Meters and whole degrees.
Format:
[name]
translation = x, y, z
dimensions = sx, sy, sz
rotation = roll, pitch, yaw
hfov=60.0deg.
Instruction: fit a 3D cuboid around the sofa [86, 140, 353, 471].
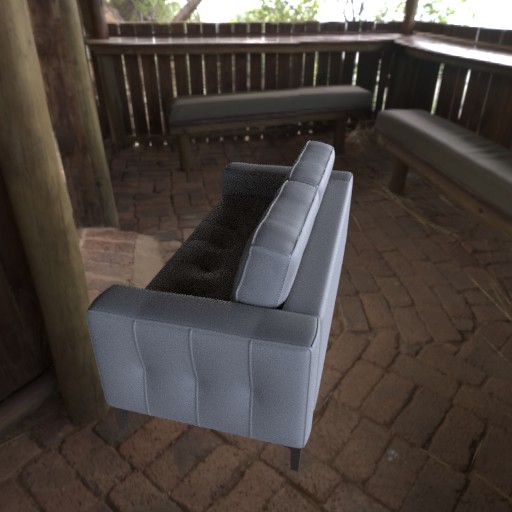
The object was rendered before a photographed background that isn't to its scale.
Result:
[sofa]
translation = 0.000, 0.000, 2.260
dimensions = 0.833, 0.892, 1.726
rotation = 8, 31, 13
